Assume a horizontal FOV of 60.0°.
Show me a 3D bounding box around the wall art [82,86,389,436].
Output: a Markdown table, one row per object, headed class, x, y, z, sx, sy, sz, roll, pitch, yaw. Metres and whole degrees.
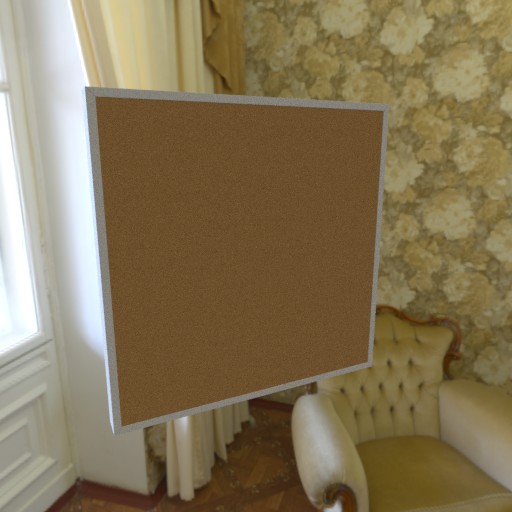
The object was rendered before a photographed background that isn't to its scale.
| class | x | y | z | sx | sy | sz | roll | pitch | yaw |
| --- | --- | --- | --- | --- | --- | --- | --- | --- | --- |
| wall art | 0.000 | 0.000 | 0.450 | 0.304 | 0.304 | 0.024 | -7 | 15 | -26 |
